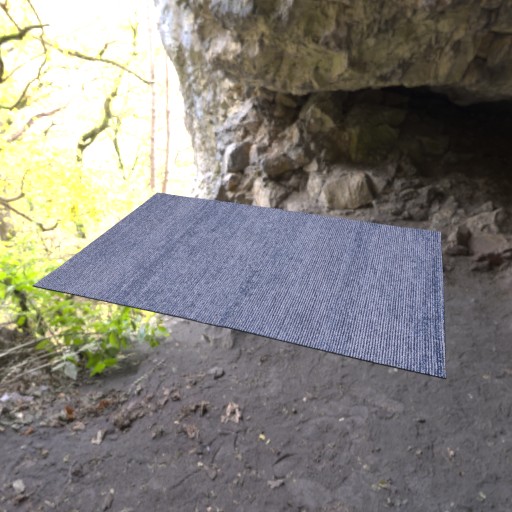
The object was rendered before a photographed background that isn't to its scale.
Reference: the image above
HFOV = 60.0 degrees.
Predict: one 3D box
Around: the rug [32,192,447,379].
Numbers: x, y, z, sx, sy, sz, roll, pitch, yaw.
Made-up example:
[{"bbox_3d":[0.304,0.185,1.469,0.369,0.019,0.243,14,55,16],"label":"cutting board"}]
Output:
[{"bbox_3d":[0.000,0.000,2.229,1.777,0.021,1.145,10,32,16],"label":"rug"}]
